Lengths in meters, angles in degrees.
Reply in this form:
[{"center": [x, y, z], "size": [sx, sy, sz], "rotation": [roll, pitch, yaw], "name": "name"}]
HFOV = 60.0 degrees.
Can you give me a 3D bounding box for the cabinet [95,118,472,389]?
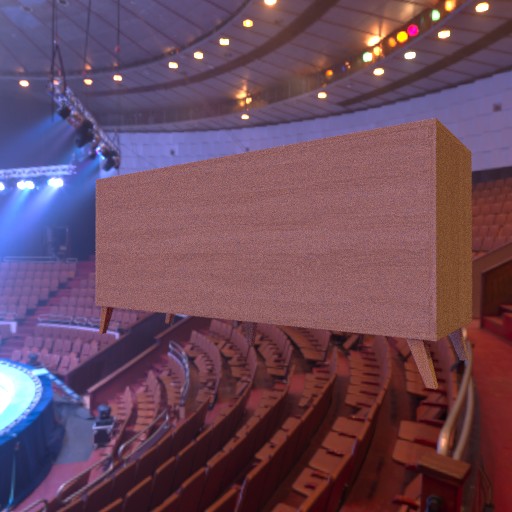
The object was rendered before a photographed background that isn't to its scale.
[{"center": [0.000, 0.000, 1.955], "size": [1.649, 0.780, 0.500], "rotation": [0, -1, 36], "name": "cabinet"}]
